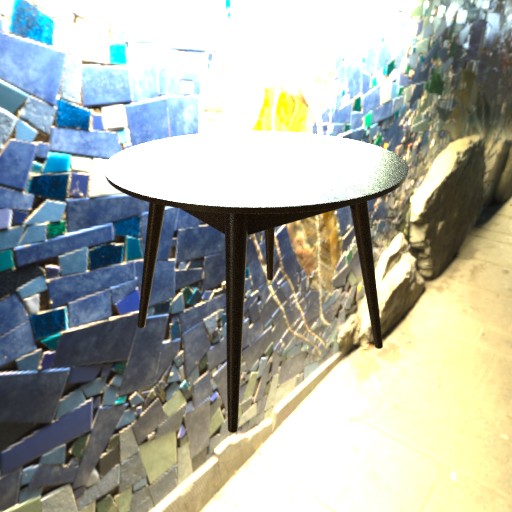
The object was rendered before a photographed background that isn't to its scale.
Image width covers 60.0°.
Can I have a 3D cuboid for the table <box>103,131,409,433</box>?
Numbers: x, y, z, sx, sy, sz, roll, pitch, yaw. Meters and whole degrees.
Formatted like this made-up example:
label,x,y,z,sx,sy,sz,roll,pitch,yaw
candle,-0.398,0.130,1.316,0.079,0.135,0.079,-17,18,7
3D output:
label,x,y,z,sx,sy,sz,roll,pitch,yaw
table,0.000,0.000,1.771,1.053,0.786,1.053,0,26,0
